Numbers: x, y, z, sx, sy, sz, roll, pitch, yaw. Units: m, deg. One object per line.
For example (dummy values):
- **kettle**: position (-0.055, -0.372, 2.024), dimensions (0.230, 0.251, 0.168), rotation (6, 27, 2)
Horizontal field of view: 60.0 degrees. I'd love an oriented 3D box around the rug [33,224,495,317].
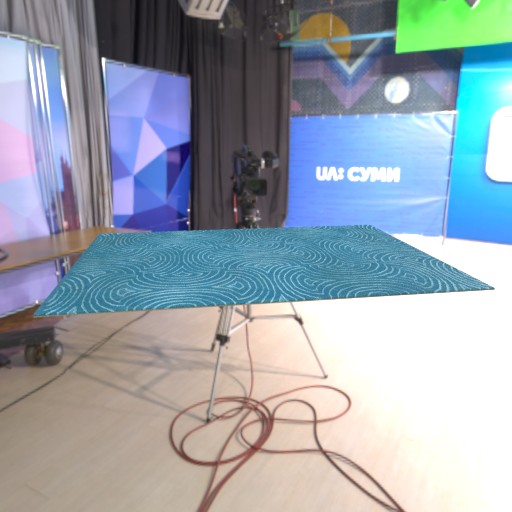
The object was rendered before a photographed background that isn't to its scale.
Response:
- **rug**: position (0.000, 0.000, 2.754), dimensions (2.144, 0.015, 1.543), rotation (-2, 16, -9)
